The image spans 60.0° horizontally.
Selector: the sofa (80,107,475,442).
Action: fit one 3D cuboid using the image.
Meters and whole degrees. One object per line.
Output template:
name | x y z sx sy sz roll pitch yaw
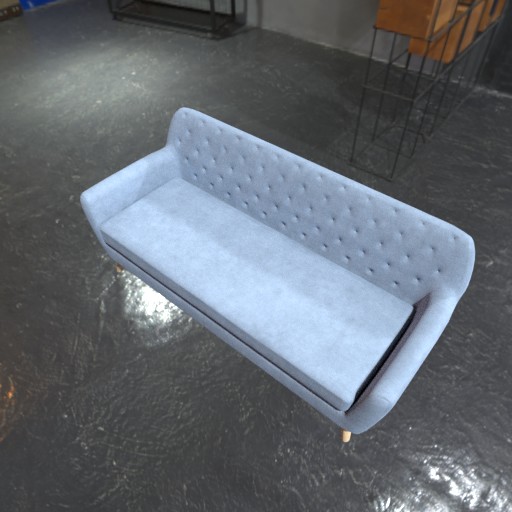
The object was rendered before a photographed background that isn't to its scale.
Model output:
sofa | 0.000 0.000 2.399 1.970 0.830 0.830 31 54 26
